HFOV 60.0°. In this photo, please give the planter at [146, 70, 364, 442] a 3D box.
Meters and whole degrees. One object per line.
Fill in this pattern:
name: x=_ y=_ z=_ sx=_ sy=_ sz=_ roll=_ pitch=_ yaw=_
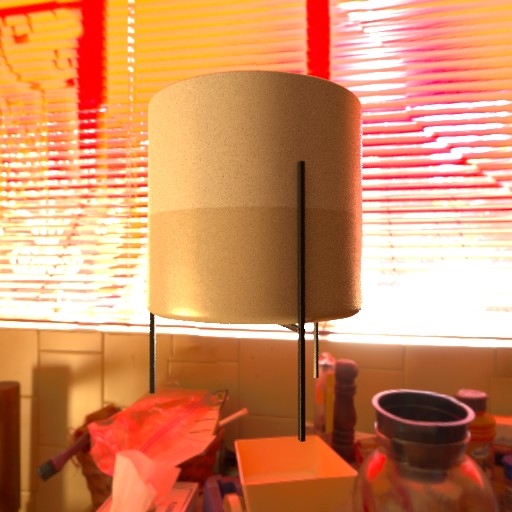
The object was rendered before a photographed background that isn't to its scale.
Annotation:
planter: x=0.000 y=0.000 z=0.748 sx=0.359 sy=0.484 sz=0.368 roll=0 pitch=-1 yaw=-19
